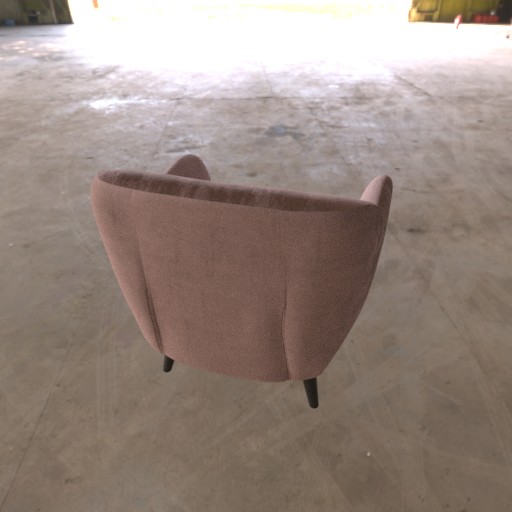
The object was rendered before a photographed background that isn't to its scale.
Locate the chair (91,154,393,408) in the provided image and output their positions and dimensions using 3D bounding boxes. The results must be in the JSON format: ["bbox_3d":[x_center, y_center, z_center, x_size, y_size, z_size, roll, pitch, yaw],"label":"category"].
[{"bbox_3d":[0.000,0.000,1.539,0.840,0.820,0.820,9,33,14],"label":"chair"}]
